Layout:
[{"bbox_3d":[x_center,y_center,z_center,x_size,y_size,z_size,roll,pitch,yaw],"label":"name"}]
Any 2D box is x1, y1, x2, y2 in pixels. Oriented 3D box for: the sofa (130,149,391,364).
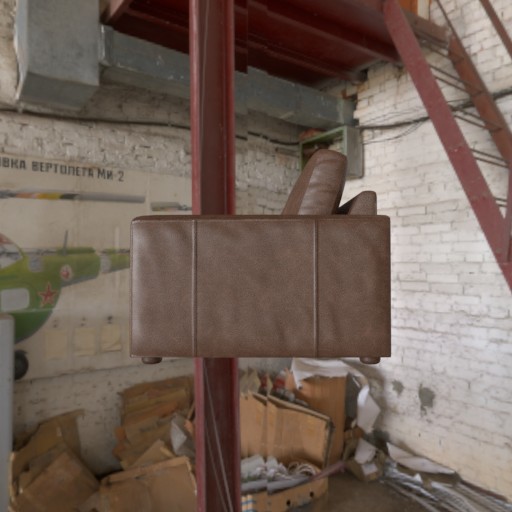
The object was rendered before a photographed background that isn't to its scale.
[{"bbox_3d":[0.000,0.000,2.731,1.016,0.873,2.179,0,-1,0],"label":"sofa"}]
